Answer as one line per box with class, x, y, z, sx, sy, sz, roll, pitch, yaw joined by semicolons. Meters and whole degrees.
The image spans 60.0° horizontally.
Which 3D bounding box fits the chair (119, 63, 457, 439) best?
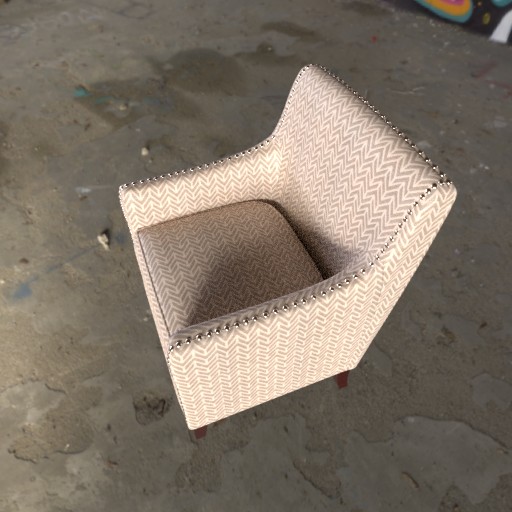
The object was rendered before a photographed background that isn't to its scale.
chair;0.000;0.000;1.287;0.651;0.816;0.623;-17;50;-15
